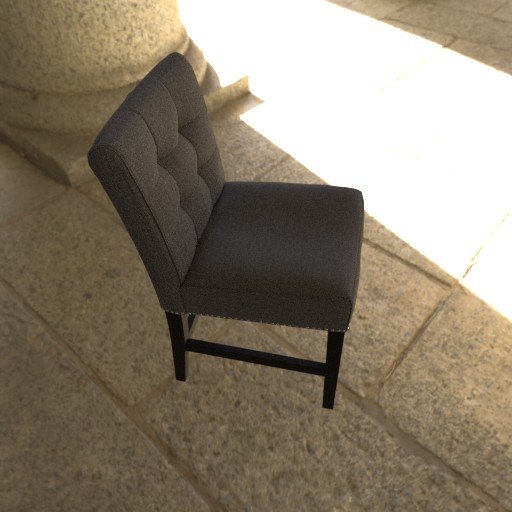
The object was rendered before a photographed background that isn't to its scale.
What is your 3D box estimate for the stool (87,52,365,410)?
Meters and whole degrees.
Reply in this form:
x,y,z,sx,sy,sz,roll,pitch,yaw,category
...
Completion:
x,y,z,sx,sy,sz,roll,pitch,yaw,category
0.000,0.000,1.200,0.571,0.885,0.427,10,48,9,stool
